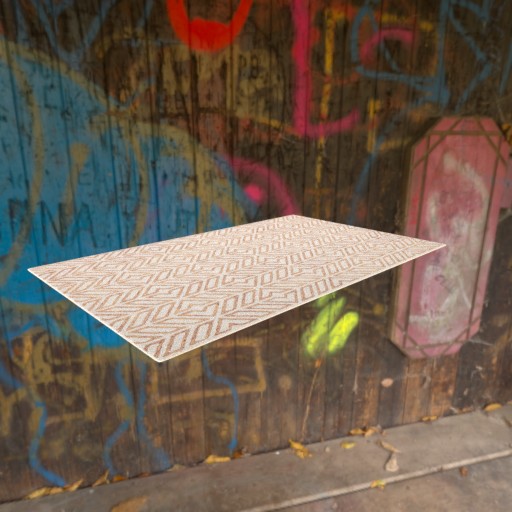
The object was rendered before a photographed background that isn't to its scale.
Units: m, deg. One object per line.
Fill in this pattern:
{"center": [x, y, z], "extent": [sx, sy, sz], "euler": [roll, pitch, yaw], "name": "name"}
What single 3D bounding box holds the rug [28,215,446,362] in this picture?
{"center": [0.000, 0.000, 2.994], "extent": [2.438, 0.008, 1.523], "euler": [-15, 23, -41], "name": "rug"}
